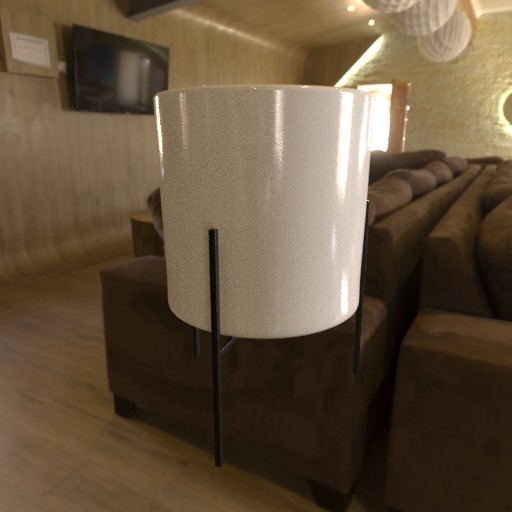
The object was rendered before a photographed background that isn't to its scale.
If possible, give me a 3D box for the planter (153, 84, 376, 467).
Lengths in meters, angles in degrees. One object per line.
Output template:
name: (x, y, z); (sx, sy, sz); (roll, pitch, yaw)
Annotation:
planter: (0.000, 0.000, 0.636); (0.308, 0.431, 0.307); (14, 21, 43)
